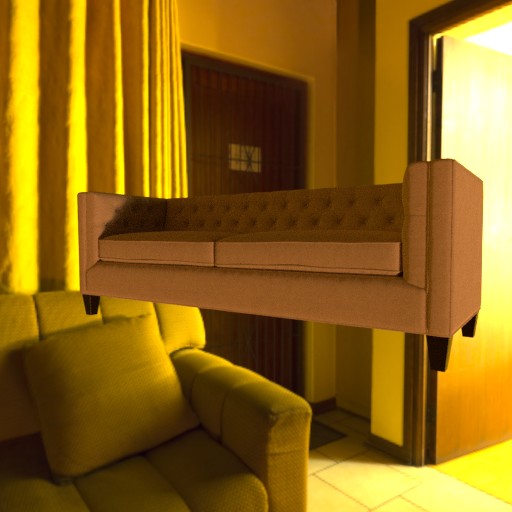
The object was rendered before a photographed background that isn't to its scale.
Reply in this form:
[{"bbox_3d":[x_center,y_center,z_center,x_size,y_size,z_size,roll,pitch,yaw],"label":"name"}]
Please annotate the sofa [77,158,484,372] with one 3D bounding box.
[{"bbox_3d":[0.000,0.000,2.454,2.159,0.762,0.775,2,3,34],"label":"sofa"}]
